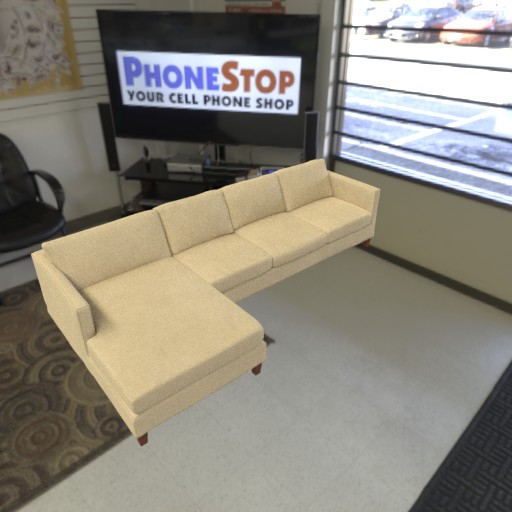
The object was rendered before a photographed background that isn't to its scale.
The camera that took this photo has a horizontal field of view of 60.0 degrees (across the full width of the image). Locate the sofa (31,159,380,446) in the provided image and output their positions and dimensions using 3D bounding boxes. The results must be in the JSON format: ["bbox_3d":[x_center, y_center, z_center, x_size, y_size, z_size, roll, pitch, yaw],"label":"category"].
[{"bbox_3d":[0.000,0.000,3.876,3.186,0.846,1.625,-23,37,-34],"label":"sofa"}]
